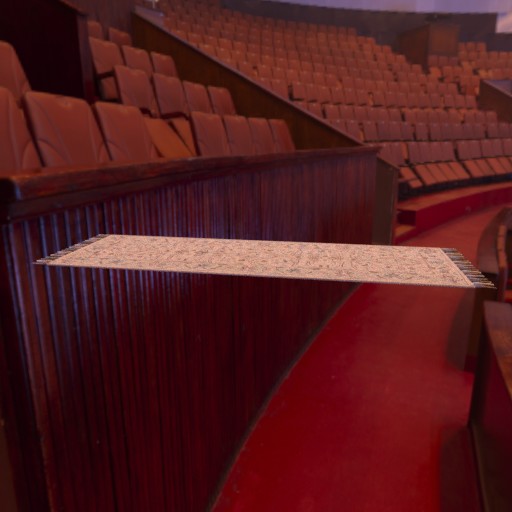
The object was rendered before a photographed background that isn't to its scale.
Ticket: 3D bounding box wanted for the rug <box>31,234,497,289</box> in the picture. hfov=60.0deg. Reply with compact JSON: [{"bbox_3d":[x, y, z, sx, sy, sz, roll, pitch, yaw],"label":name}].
[{"bbox_3d":[0.000,0.000,2.648,2.440,0.013,0.769,3,15,10],"label":"rug"}]
